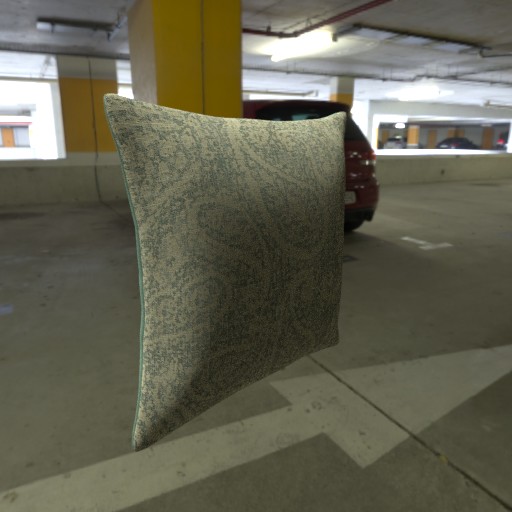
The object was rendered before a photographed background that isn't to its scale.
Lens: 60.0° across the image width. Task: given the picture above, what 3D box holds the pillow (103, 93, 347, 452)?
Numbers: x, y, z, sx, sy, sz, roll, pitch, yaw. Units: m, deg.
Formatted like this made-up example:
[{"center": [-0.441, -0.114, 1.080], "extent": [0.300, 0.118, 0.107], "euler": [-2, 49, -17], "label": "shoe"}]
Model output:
[{"center": [0.000, 0.000, 0.780], "extent": [0.166, 0.507, 0.526], "euler": [14, 20, 43], "label": "pillow"}]
